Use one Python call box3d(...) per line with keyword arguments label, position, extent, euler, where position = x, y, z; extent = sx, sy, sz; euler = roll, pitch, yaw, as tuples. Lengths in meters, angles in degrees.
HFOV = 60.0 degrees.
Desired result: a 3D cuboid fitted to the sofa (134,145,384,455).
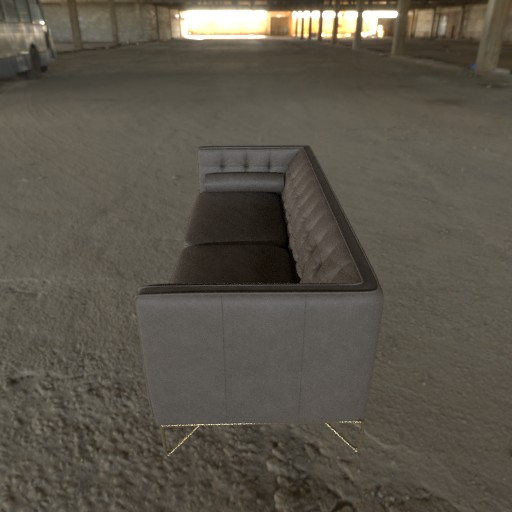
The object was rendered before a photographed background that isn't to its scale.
box3d(label="sofa", position=(0.000, 0.000, 2.546), extent=(0.867, 0.789, 2.087), euler=(0, 27, -1))
